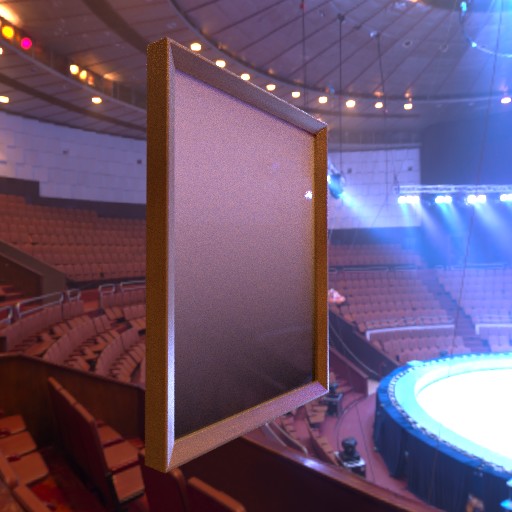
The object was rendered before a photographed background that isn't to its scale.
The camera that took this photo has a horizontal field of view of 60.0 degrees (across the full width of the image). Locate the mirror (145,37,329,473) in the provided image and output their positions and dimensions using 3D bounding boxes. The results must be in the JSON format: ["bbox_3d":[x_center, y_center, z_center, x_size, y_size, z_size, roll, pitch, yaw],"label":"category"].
[{"bbox_3d":[0.000,0.000,0.690,0.041,0.509,0.406,-1,-1,37],"label":"mirror"}]
